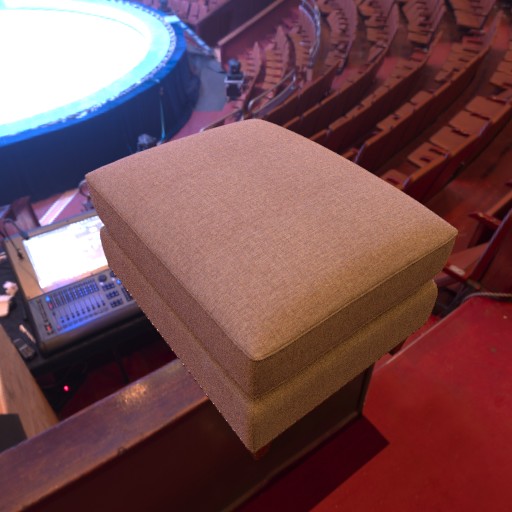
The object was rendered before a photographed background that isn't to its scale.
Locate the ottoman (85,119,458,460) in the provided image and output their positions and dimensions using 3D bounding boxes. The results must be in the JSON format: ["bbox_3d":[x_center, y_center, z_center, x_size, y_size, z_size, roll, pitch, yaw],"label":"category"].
[{"bbox_3d":[0.000,0.000,1.166,0.584,0.513,0.741,-27,48,-27],"label":"ottoman"}]
